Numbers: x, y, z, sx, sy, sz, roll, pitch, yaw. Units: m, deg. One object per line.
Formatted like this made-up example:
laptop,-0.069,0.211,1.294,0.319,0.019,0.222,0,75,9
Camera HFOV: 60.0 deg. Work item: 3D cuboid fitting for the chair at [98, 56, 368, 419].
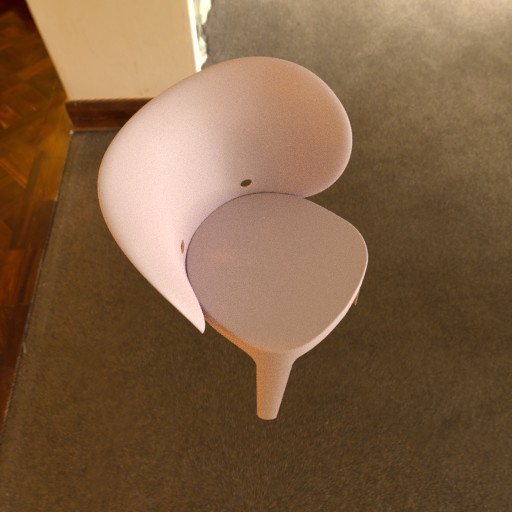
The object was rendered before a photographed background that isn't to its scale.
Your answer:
chair,0.000,0.000,0.856,0.402,0.554,0.451,33,64,18
